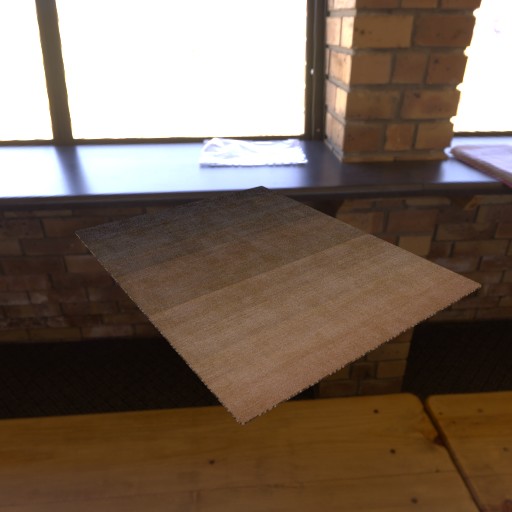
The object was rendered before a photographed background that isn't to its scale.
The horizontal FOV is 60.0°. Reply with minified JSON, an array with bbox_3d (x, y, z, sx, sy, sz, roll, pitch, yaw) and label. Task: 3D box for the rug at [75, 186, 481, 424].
[{"bbox_3d":[0.000,0.000,3.915,2.305,0.017,2.902,-19,34,-31],"label":"rug"}]
